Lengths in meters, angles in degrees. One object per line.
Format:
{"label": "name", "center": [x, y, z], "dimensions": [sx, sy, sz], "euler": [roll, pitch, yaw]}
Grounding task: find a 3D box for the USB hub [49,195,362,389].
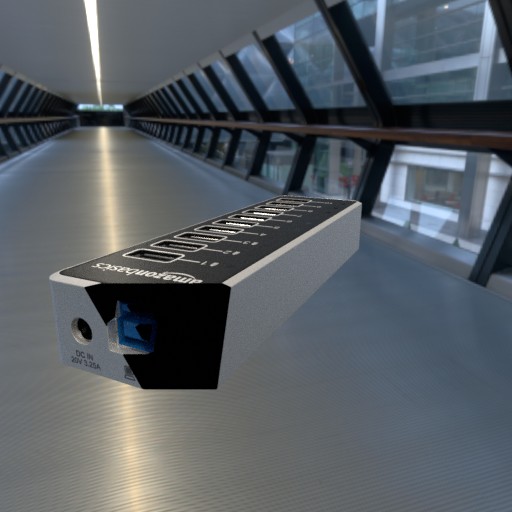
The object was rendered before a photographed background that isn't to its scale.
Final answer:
{"label": "USB hub", "center": [0.000, 0.000, 0.162], "dimensions": [0.044, 0.023, 0.145], "euler": [8, 18, 25]}
